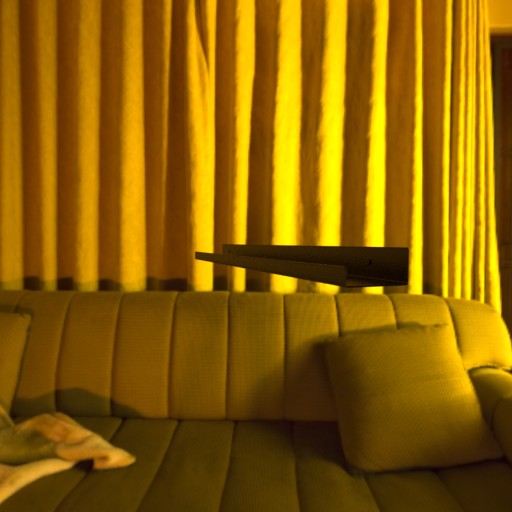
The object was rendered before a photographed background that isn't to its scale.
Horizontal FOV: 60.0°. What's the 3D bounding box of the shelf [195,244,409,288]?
[{"bbox_3d":[0.000,0.000,0.983,0.092,0.049,0.924,-1,2,-19],"label":"shelf"}]
